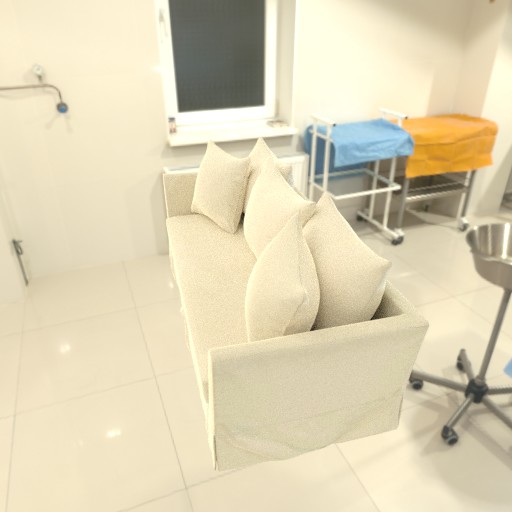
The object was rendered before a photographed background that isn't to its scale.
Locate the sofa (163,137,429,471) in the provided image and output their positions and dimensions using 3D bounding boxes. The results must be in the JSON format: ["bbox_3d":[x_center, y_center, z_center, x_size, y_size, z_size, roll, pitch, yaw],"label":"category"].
[{"bbox_3d":[0.000,0.000,2.881,1.031,1.034,2.290,-7,30,-13],"label":"sofa"}]
